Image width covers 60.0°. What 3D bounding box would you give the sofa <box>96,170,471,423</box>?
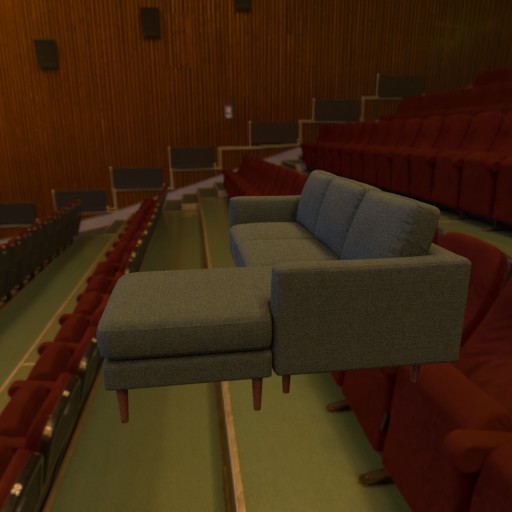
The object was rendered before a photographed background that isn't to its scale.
[{"bbox_3d":[0.000,0.000,2.900,1.667,0.957,2.055,-2,16,-8],"label":"sofa"}]
